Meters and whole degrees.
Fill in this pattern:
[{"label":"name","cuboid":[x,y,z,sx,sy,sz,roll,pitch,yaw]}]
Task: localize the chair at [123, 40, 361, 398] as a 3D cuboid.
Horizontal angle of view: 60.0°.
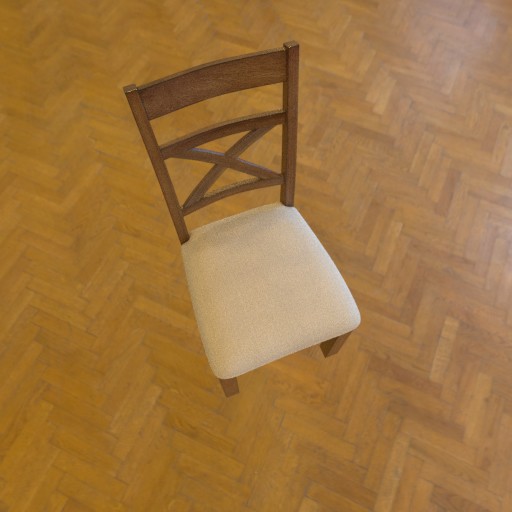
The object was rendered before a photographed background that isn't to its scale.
[{"label":"chair","cuboid":[0.000,0.000,1.304,0.461,0.949,0.581,-19,66,-9]}]
